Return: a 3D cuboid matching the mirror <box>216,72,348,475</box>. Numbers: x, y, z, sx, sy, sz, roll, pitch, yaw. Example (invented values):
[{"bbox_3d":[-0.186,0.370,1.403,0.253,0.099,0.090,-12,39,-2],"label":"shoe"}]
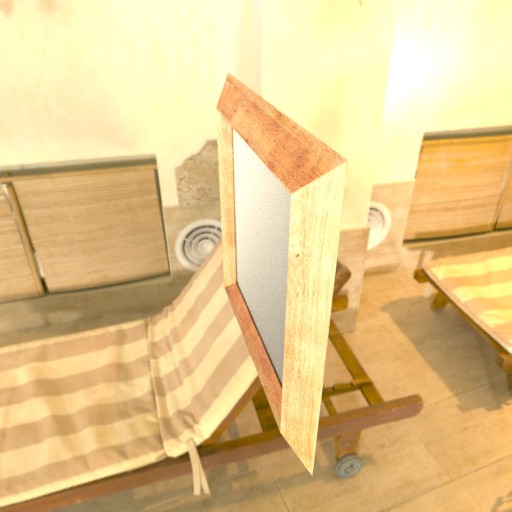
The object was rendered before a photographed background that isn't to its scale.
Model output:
[{"bbox_3d":[0.000,0.000,0.972,0.047,0.651,0.651,-9,33,-14],"label":"mirror"}]
